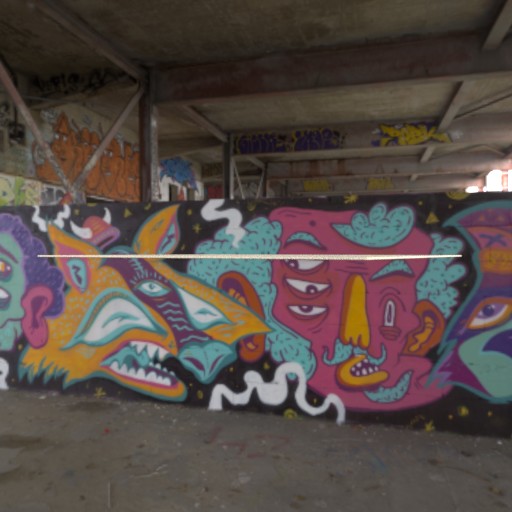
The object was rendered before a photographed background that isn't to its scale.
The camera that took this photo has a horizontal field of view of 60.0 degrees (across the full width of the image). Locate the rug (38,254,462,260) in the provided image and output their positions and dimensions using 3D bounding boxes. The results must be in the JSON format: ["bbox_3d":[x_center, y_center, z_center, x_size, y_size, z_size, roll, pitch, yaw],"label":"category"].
[{"bbox_3d":[0.000,0.000,4.069,3.050,0.015,2.441,0,1,35],"label":"rug"}]
